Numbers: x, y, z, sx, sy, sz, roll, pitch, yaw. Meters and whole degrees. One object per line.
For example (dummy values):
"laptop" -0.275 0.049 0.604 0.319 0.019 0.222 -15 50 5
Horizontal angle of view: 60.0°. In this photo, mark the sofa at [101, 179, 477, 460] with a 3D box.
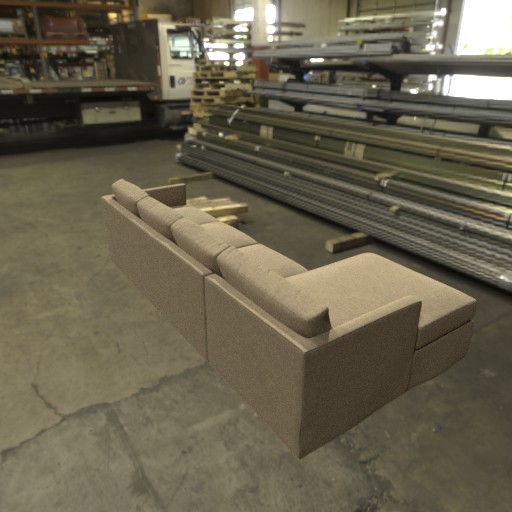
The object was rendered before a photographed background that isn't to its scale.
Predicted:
"sofa" 0.000 0.000 3.837 1.638 0.920 3.198 -16 29 -31
